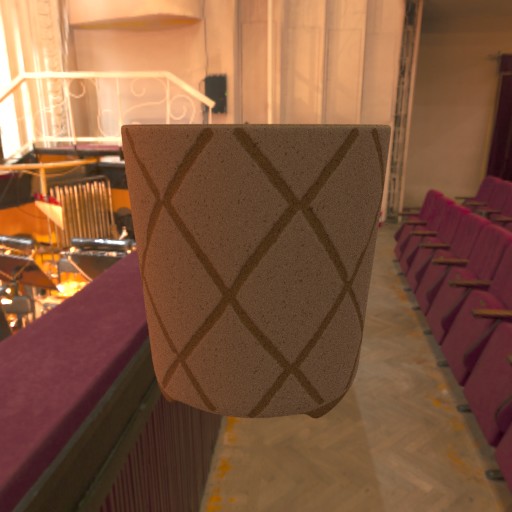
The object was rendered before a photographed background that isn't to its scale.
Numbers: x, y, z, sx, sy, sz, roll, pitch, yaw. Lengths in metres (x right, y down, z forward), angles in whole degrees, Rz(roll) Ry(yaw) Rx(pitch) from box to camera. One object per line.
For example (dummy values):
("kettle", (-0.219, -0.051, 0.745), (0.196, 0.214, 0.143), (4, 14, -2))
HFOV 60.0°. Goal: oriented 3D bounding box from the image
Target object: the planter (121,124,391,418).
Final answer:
("planter", (0.000, 0.000, 0.352), (0.191, 0.199, 0.191), (0, 16, 0))
